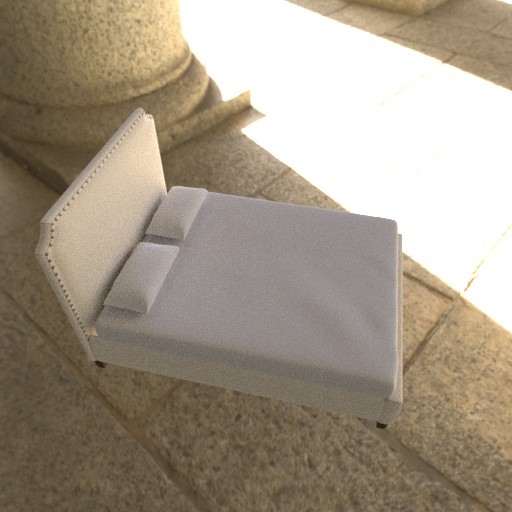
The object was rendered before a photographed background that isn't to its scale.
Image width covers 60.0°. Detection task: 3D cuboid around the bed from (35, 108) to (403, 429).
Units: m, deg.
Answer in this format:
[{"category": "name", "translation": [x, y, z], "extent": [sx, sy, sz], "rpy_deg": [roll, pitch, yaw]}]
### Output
[{"category": "bed", "translation": [0.000, 0.000, 3.452], "extent": [2.372, 1.497, 1.712], "rpy_deg": [9, 47, 9]}]
